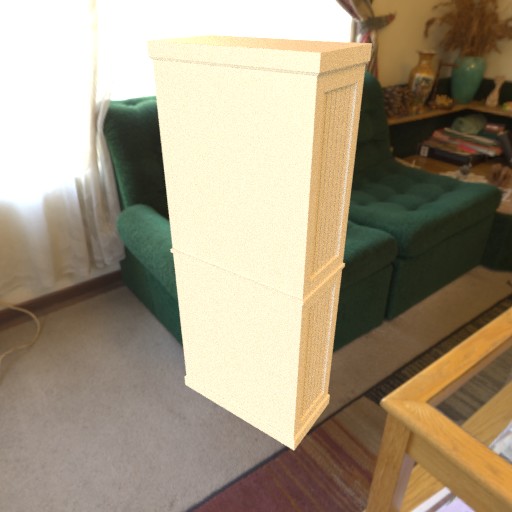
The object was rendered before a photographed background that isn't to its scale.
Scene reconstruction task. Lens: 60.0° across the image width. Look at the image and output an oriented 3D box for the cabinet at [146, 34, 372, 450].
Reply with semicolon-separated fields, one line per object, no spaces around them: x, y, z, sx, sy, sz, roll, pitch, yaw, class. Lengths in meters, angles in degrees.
0.000;0.000;2.095;0.754;1.829;0.390;20;36;30;cabinet
